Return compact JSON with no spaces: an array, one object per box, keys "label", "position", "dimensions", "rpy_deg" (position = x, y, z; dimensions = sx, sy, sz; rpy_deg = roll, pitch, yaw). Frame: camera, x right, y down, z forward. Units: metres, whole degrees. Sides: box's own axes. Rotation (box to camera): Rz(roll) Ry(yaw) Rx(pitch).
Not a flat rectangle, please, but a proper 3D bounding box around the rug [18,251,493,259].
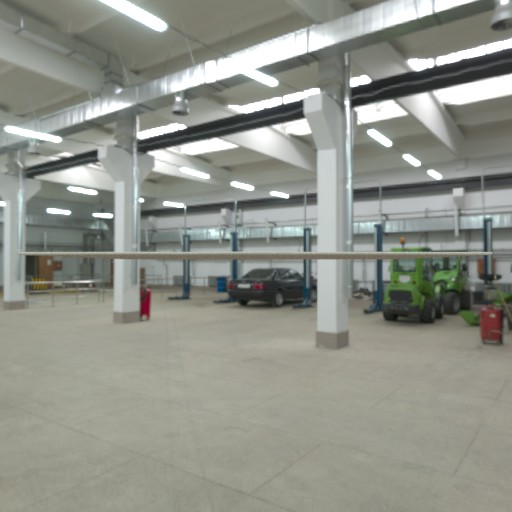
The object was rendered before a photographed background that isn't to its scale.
[{"label":"rug","position":[0.000,0.000,3.859],"dimensions":[2.921,0.032,2.311],"rpy_deg":[0,-1,0]}]
